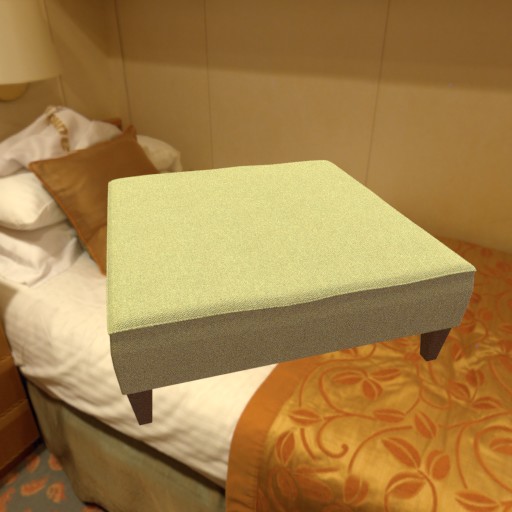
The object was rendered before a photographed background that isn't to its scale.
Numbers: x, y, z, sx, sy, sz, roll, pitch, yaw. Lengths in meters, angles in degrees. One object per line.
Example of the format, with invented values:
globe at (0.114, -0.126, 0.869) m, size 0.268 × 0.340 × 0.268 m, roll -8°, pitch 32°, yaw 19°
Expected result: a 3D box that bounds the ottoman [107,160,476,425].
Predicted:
ottoman at (0.000, 0.000, 1.569) m, size 0.968 × 0.379 × 1.004 m, roll -8°, pitch 31°, yaw -14°
